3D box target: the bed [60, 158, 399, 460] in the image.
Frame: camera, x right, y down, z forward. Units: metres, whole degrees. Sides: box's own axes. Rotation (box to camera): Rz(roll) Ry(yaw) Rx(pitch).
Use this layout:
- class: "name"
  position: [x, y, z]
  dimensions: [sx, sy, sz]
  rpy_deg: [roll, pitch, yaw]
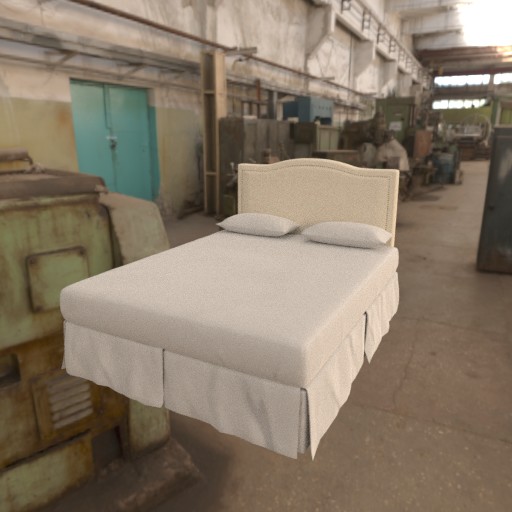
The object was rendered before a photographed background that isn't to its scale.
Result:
- class: "bed"
  position: [0.000, 0.000, 3.621]
  dimensions: [1.977, 1.437, 2.477]
  rpy_deg: [8, 18, 27]
